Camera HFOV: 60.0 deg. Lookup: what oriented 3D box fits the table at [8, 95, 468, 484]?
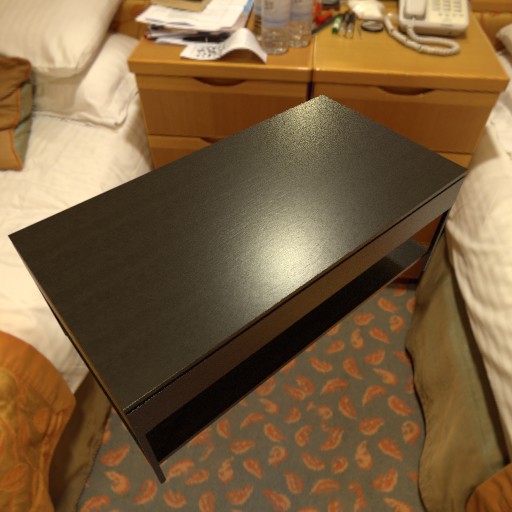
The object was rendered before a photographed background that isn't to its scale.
[{"bbox_3d":[0.000,0.000,1.326,1.095,0.435,0.574,-32,55,-26],"label":"table"}]
